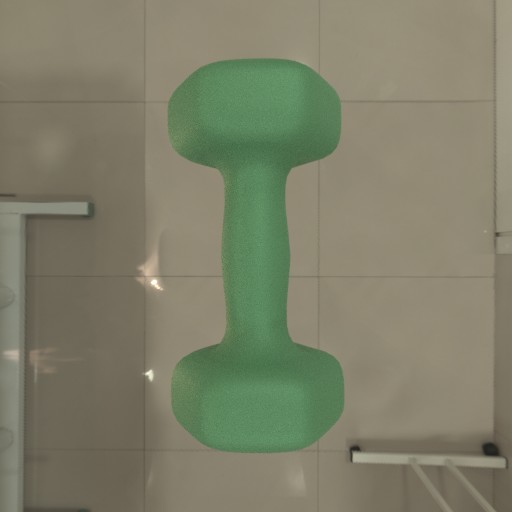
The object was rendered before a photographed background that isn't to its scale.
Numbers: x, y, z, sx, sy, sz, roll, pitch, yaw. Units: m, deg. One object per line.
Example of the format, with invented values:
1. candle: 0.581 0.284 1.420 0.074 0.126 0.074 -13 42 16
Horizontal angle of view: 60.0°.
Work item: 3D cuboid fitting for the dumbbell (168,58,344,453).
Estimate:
1. dumbbell: 0.000 0.000 0.325 0.129 0.117 0.260 0 90 1
